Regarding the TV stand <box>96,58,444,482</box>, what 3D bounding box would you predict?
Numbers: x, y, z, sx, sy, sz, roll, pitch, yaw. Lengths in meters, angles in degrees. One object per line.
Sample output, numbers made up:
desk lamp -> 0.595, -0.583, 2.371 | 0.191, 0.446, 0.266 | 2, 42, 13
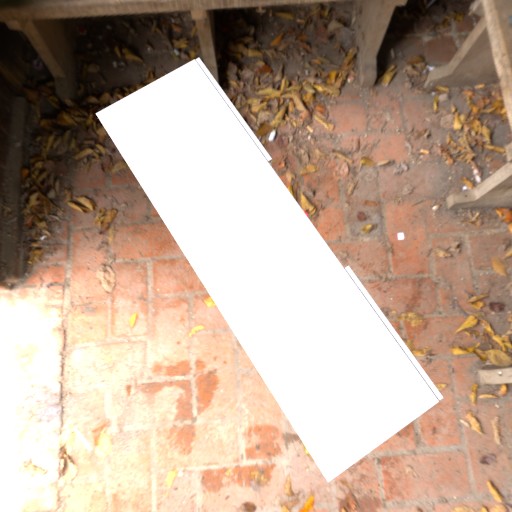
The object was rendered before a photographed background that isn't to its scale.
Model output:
TV stand -> 0.000, 0.000, 1.578 | 0.420, 0.310, 1.400 | -32, 78, -8
